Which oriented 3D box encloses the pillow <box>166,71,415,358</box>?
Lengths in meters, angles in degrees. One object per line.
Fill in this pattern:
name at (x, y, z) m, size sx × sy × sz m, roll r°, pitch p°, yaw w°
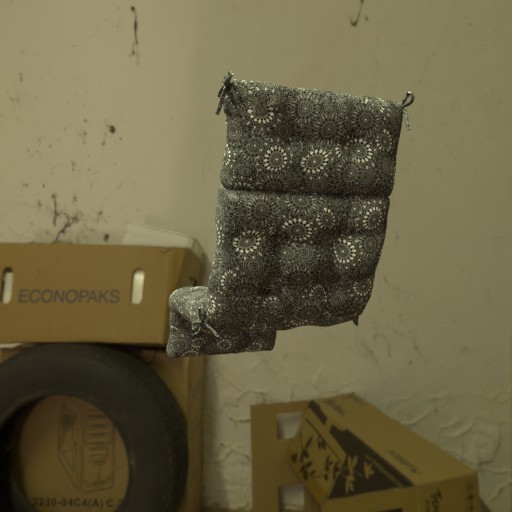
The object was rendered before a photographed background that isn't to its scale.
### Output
pillow at (0.000, 0.000, 1.514) m, size 0.526 × 0.863 × 1.016 m, roll 0°, pitch 0°, yaw -19°
